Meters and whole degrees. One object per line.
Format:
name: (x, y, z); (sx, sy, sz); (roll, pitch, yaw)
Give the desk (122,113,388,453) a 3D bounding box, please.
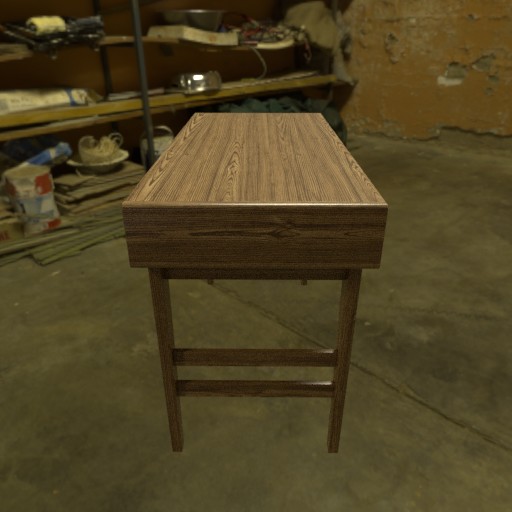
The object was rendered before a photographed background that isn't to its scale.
desk: (0.000, 0.000, 1.481); (0.508, 0.755, 1.067); (0, 27, 0)
